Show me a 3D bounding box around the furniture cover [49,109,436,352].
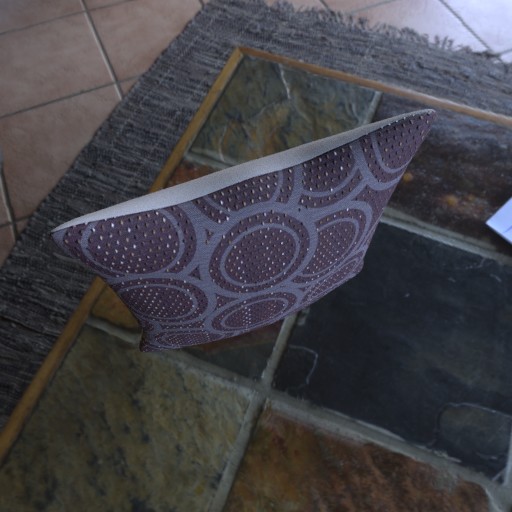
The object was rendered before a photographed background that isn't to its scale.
[{"bbox_3d":[0.000,0.000,0.806,0.552,0.509,0.193,-20,64,-10],"label":"furniture cover"}]
